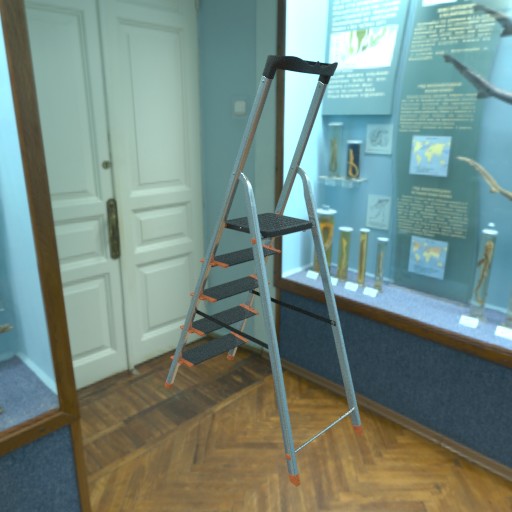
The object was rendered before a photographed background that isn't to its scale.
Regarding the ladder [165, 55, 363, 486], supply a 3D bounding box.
[{"bbox_3d":[0.000,0.000,2.066,0.480,1.646,0.995,-15,22,-41],"label":"ladder"}]
